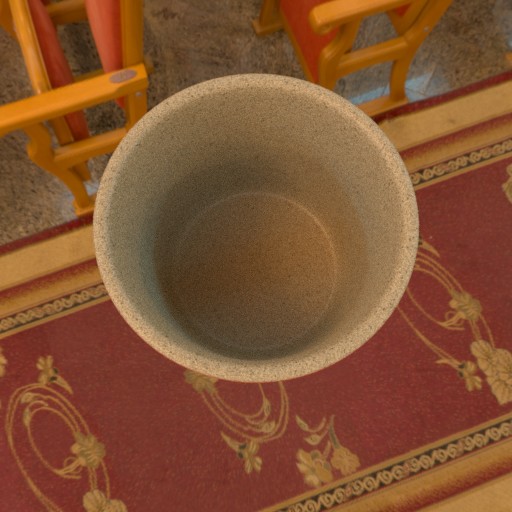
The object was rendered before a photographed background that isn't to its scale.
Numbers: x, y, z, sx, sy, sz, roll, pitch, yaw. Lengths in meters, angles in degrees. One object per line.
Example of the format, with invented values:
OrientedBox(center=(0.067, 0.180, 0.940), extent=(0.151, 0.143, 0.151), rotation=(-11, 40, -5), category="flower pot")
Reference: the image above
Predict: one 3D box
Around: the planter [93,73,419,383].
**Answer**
OrientedBox(center=(0.000, 0.000, 0.421), extent=(0.227, 0.235, 0.227), rotation=(0, 75, 0), category="planter")
